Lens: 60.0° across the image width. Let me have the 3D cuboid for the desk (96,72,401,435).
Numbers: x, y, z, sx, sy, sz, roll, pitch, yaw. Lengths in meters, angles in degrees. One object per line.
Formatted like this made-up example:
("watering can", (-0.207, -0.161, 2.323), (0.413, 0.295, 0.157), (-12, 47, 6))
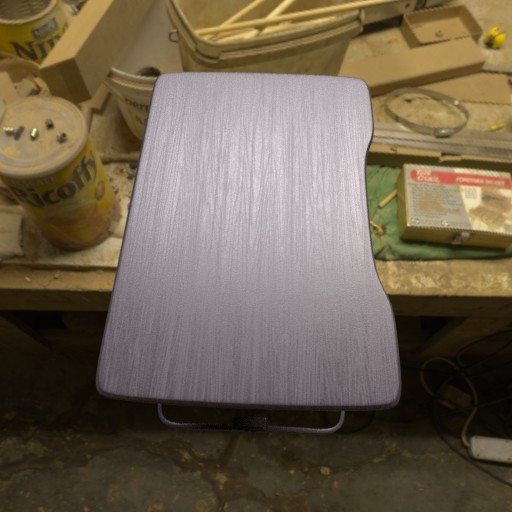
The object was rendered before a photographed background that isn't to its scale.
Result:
("desk", (0.000, 0.000, 1.153), (0.546, 0.470, 0.820), (2, 63, 1))
